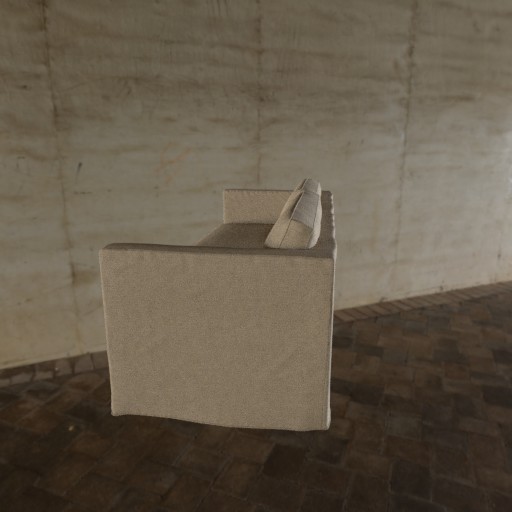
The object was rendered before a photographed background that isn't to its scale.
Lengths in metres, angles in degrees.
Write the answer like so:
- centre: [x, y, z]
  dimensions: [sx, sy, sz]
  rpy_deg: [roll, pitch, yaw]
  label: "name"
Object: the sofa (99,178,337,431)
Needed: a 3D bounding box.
- centre: [0.000, 0.000, 2.798]
  dimensions: [0.956, 0.847, 2.296]
  rpy_deg: [2, 15, 9]
  label: "sofa"
